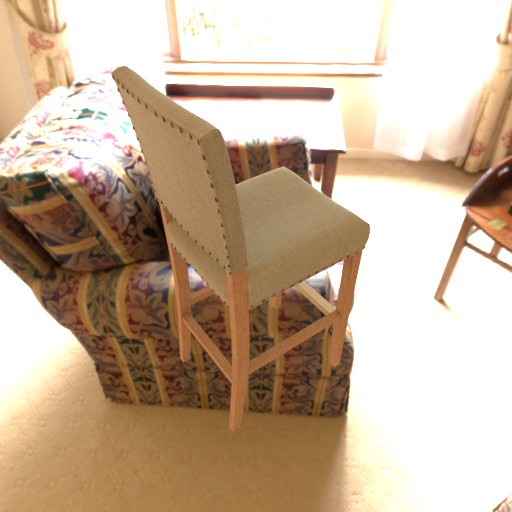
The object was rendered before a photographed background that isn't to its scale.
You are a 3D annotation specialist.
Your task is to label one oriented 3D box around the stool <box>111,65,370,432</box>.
[{"bbox_3d":[0.000,0.000,1.466,0.585,1.203,0.445,-26,48,-26],"label":"stool"}]
